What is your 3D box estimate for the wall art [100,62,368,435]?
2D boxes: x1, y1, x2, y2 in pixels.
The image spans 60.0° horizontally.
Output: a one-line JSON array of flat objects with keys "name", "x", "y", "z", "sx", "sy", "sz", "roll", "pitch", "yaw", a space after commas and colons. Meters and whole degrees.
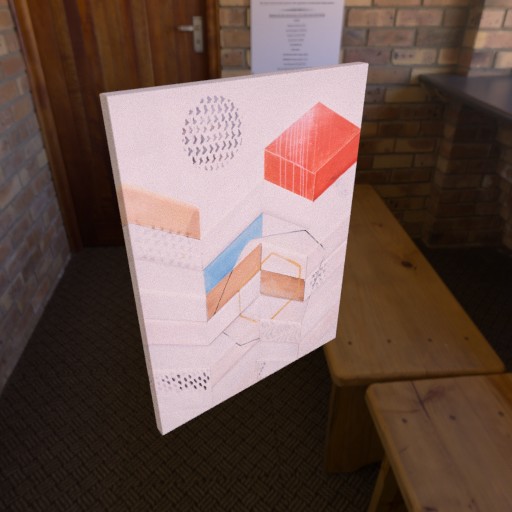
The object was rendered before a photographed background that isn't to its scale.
[{"name": "wall art", "x": 0.000, "y": 0.000, "z": 1.328, "sx": 0.759, "sy": 1.014, "sz": 0.045, "roll": -21, "pitch": 37, "yaw": -31}]
